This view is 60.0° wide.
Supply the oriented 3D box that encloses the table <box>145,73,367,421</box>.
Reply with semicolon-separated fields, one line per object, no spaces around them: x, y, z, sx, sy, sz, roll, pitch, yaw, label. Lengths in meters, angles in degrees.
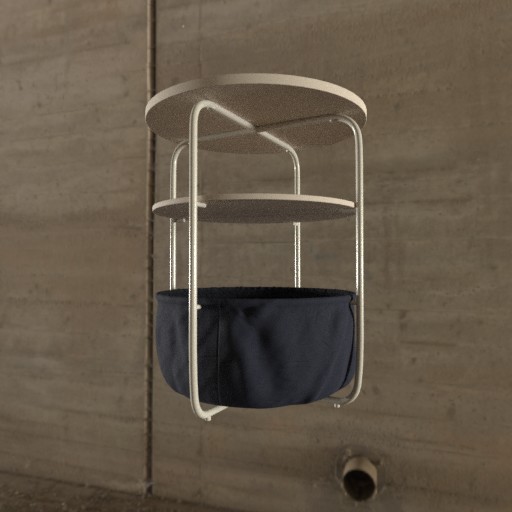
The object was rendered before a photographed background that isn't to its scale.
0.000;0.000;0.859;0.418;0.532;0.418;0;-1;-17;table
